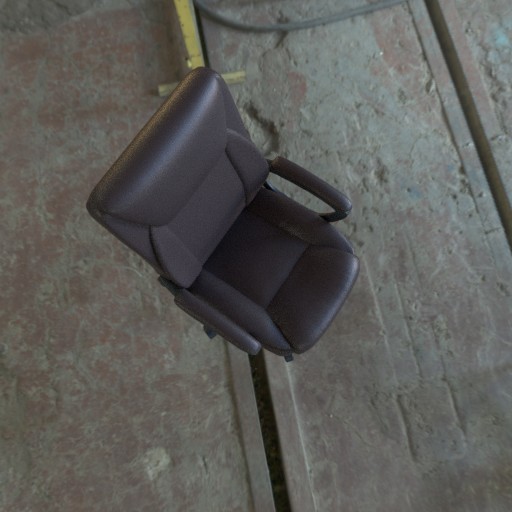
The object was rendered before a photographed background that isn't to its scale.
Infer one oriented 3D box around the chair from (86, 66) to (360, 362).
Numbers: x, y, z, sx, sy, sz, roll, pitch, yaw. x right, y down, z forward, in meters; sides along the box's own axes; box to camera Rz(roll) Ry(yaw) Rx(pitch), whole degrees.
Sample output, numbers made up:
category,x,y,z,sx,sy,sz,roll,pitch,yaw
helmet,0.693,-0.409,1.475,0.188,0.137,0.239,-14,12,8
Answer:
category,x,y,z,sx,sy,sz,roll,pitch,yaw
chair,0.000,0.000,1.474,0.655,1.072,0.615,33,78,8
